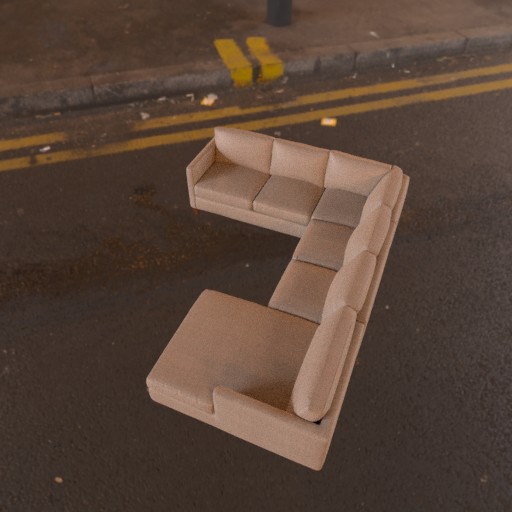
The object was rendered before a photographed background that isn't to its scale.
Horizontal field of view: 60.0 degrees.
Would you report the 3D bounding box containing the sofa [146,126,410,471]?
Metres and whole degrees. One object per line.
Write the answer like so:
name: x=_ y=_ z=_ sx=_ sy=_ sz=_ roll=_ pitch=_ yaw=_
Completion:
sofa: x=0.000 y=0.000 z=4.724 sx=2.594 sy=0.961 sz=3.460 roll=17 pitch=48 yaw=16
